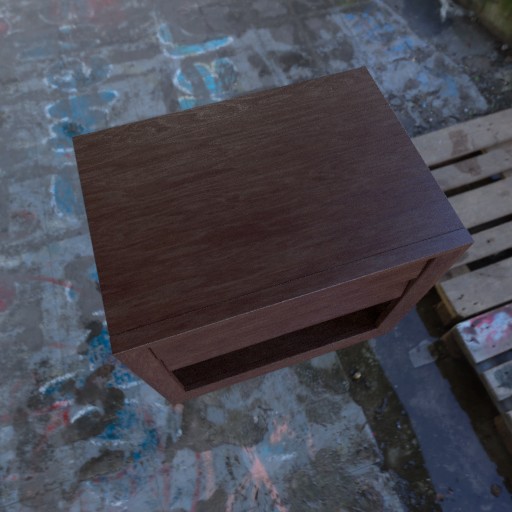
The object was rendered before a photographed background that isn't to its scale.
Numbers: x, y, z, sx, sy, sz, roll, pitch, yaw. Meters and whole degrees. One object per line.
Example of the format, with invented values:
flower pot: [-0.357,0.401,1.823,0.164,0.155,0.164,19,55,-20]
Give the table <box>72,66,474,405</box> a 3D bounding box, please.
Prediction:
table: [0.000,0.000,1.007,0.557,0.609,0.449,-16,65,-8]
